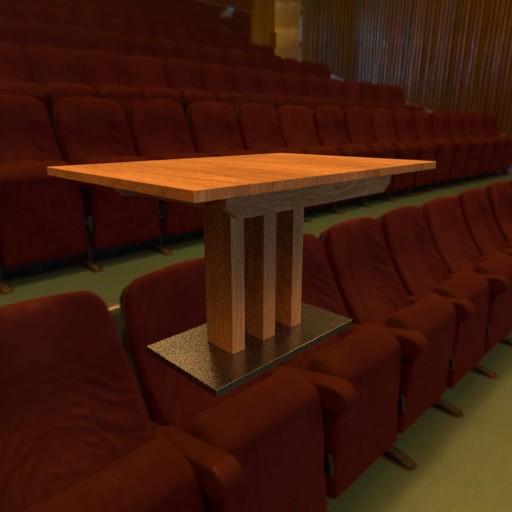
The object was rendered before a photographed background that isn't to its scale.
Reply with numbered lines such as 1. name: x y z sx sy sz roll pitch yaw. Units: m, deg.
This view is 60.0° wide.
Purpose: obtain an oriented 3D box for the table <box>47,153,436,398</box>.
1. table: 0.000 0.000 1.887 1.300 0.770 0.900 -15 22 -43
